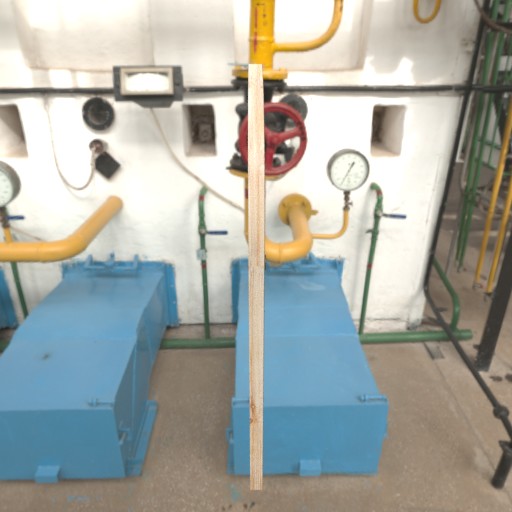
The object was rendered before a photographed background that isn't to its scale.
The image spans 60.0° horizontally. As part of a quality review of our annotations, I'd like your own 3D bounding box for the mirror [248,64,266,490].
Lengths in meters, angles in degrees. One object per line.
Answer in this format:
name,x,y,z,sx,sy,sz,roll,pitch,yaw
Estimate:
mirror,0.000,0.000,1.157,0.032,0.920,0.660,0,25,0
